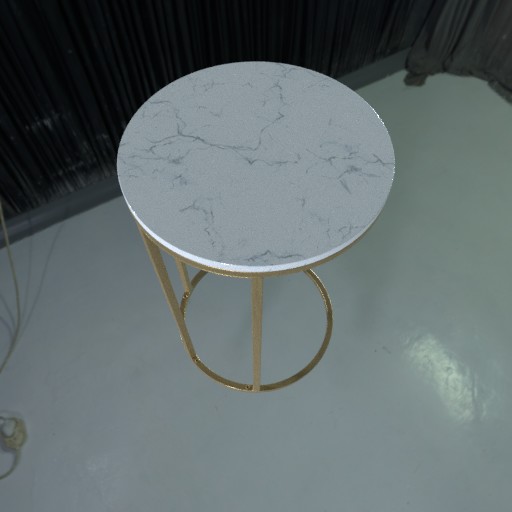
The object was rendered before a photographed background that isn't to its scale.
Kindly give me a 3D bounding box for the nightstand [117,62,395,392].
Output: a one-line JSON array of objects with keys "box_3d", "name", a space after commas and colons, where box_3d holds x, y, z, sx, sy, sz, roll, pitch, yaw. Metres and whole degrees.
[{"box_3d": [0.000, 0.000, 0.907, 0.400, 0.610, 0.400, -31, 64, -17], "name": "nightstand"}]
